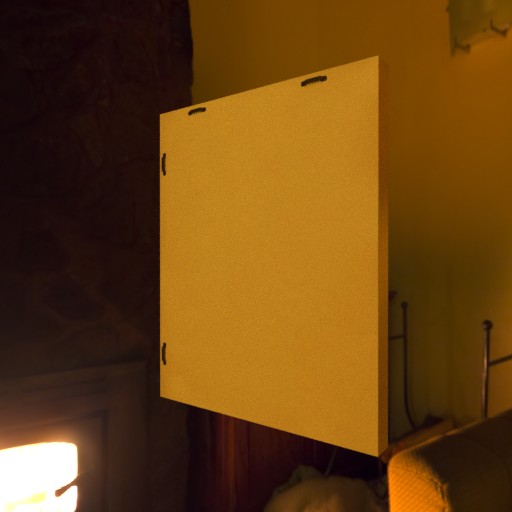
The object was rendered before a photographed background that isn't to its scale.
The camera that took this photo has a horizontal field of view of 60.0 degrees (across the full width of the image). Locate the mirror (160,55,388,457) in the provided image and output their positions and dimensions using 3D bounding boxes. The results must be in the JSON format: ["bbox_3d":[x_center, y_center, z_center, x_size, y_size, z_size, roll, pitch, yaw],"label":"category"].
[{"bbox_3d":[0.000,0.000,0.692,0.406,0.509,0.041,0,0,36],"label":"mirror"}]
